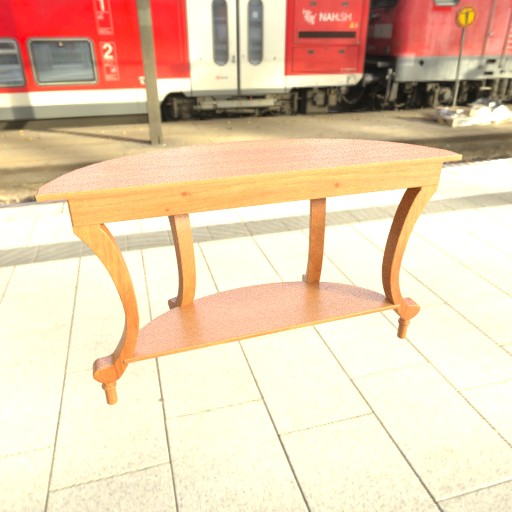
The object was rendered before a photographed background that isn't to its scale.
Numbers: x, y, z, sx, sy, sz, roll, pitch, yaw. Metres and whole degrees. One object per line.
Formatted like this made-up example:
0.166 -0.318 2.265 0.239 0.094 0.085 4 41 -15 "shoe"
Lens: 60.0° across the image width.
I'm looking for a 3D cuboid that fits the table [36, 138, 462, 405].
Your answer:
0.000 0.000 1.509 1.198 0.692 0.394 -8 28 -16 "table"
